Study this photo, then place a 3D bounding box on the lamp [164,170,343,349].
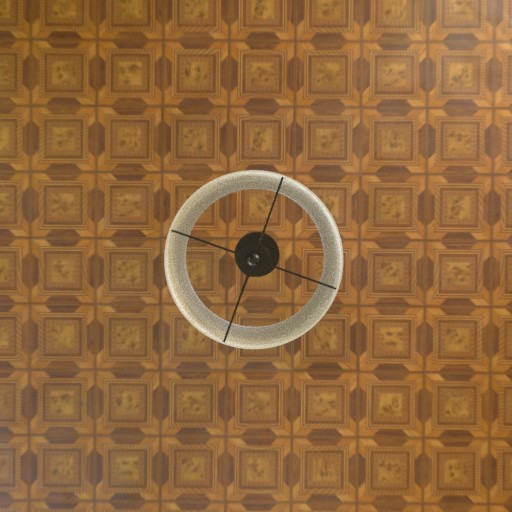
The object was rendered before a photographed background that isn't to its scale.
[{"bbox_3d":[0.000,0.000,1.657,0.381,1.478,0.381,0,91,0],"label":"lamp"}]
